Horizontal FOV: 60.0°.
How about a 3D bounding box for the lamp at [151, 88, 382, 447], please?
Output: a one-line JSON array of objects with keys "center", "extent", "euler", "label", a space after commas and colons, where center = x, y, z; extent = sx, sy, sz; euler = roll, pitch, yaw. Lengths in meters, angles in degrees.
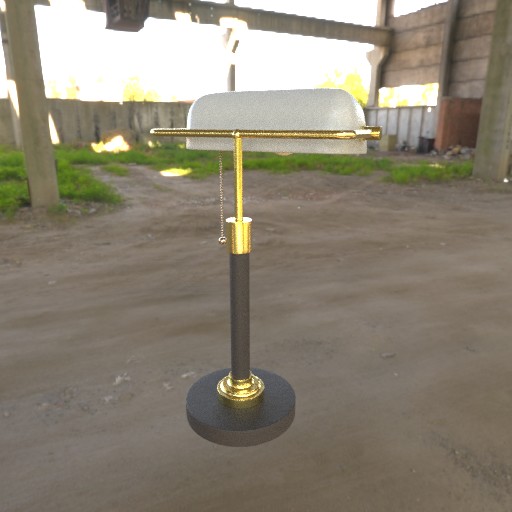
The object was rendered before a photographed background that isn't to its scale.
[{"center": [0.000, 0.000, 0.566], "extent": [0.269, 0.404, 0.227], "euler": [9, 19, 27], "label": "lamp"}]
